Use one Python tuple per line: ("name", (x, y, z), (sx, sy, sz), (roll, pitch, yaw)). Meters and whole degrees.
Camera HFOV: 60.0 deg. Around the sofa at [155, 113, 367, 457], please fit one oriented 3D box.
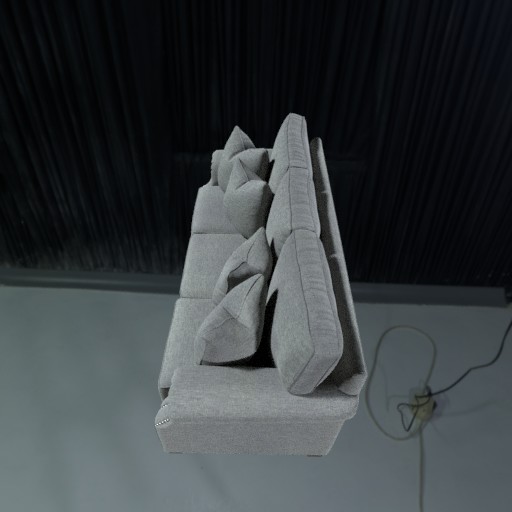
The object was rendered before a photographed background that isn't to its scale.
("sofa", (0.000, 0.000, 2.822), (0.965, 0.975, 2.312), (1, 41, 1))
